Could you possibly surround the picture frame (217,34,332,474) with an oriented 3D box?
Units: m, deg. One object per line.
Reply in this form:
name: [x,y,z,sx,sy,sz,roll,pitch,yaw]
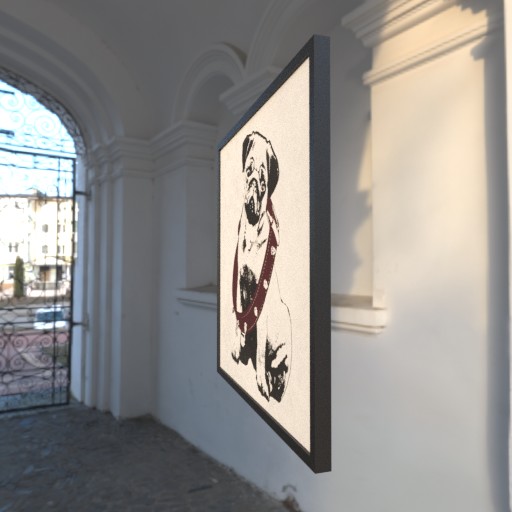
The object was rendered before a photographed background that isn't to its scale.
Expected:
picture frame: [0.000,0.000,1.154,0.032,0.775,0.775,0,-1,-18]
